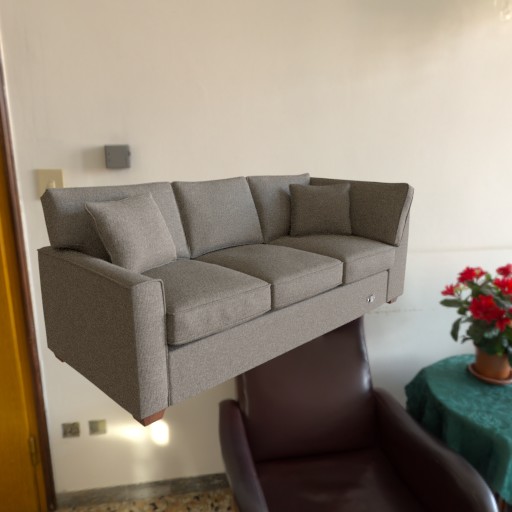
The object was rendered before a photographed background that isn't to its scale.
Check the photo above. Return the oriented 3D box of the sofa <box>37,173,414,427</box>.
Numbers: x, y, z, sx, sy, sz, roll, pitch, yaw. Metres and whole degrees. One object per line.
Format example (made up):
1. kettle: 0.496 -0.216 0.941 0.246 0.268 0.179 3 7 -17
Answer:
1. sofa: 0.000 0.000 2.840 1.061 0.962 2.317 13 19 43
